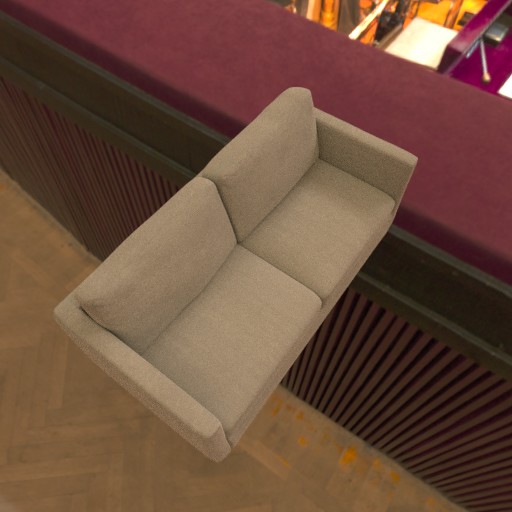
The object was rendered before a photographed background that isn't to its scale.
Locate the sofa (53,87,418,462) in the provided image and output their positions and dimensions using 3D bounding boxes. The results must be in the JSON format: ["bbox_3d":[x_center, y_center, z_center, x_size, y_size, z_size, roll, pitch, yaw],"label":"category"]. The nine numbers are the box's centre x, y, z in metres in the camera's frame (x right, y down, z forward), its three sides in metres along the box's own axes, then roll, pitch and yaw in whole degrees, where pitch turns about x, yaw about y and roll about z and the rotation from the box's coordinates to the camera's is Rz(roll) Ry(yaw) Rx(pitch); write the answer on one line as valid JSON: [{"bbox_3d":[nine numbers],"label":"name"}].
[{"bbox_3d":[0.000,0.000,2.459,0.950,0.963,1.884,32,64,18],"label":"sofa"}]
